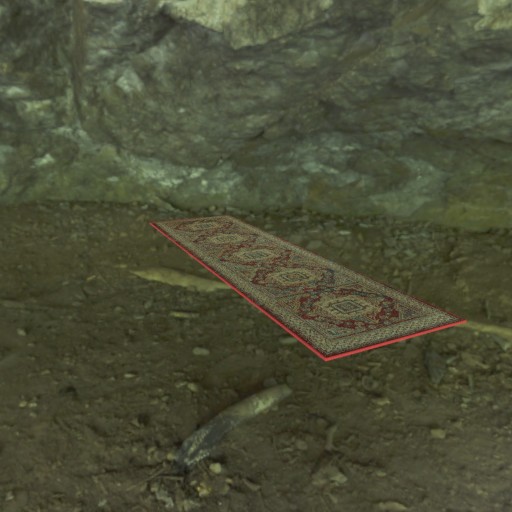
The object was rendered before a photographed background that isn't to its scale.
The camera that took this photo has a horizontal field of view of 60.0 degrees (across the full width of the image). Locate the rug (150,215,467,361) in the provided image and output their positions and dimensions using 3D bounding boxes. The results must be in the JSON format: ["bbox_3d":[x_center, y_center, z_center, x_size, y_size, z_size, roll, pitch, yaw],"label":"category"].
[{"bbox_3d":[0.000,0.000,2.539,0.659,0.015,2.292,-8,18,-26],"label":"rug"}]
